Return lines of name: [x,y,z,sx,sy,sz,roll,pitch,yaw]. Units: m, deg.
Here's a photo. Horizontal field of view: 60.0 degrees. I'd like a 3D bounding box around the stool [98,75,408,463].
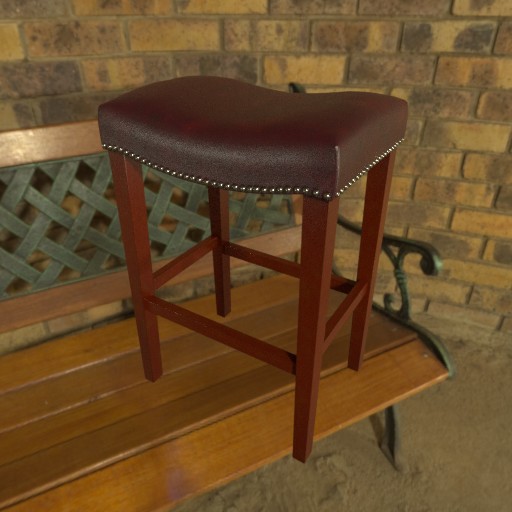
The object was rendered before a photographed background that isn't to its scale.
stool: [0.000,0.000,1.033,0.504,0.742,0.372,18,35,27]
